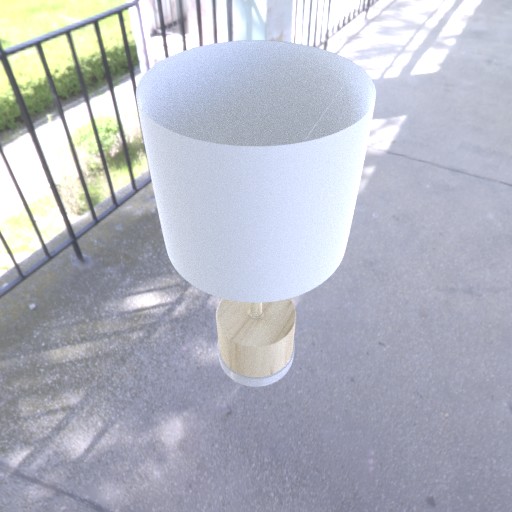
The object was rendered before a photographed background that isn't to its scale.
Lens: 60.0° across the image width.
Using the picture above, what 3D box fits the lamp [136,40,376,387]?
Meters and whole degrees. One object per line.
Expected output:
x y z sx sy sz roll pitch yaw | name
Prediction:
0.000 0.000 0.592 0.229 0.470 0.229 23 50 21 | lamp
